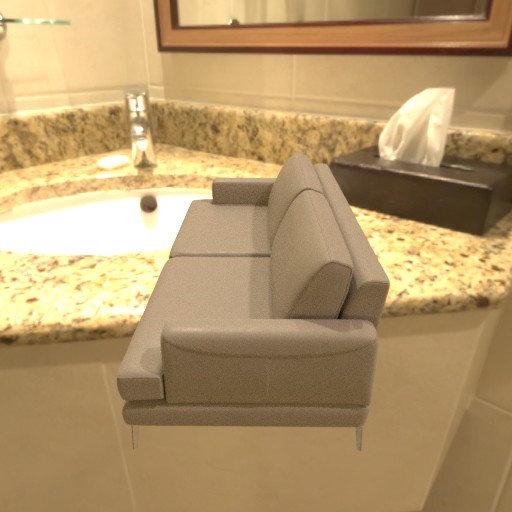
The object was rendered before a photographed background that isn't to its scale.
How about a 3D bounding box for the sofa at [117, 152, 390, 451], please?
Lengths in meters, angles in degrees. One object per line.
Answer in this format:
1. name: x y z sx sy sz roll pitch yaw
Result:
1. sofa: 0.000 0.000 2.396 0.974 0.765 1.940 0 26 0
